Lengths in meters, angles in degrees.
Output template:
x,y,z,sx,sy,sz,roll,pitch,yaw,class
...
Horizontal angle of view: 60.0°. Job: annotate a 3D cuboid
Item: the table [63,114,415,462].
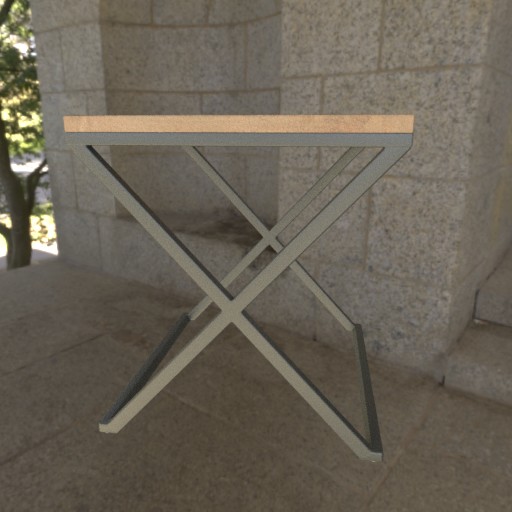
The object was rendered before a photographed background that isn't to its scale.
x,y,z,sx,sy,sz,roll,pitch,yaw,class
0.000,0.000,0.922,0.498,0.550,0.499,2,17,8,table
